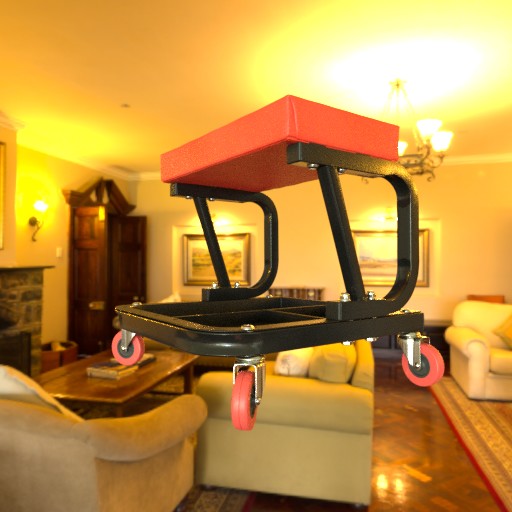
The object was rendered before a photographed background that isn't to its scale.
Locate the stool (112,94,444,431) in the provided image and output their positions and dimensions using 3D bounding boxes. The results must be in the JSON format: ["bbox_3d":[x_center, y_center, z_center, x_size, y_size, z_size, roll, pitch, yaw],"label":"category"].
[{"bbox_3d":[0.000,0.000,0.712,0.371,0.380,0.446,0,-1,-36],"label":"stool"}]
